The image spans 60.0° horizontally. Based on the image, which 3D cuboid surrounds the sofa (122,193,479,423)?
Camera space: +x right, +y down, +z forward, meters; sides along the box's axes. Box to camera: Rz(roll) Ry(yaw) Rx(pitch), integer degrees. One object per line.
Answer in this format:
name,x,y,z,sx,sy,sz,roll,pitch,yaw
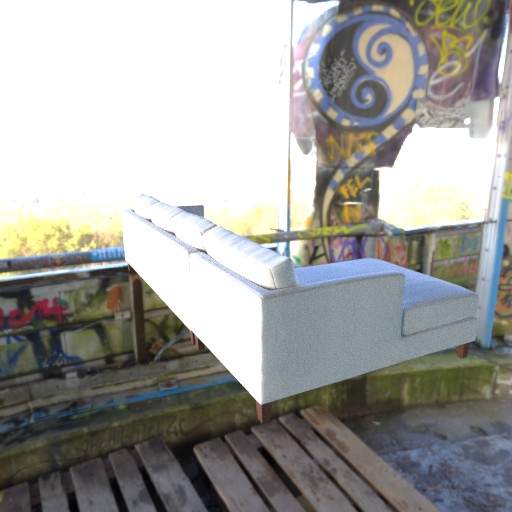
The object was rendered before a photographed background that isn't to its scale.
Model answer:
sofa,0.000,0.000,3.837,1.625,0.861,3.186,-7,16,-27
